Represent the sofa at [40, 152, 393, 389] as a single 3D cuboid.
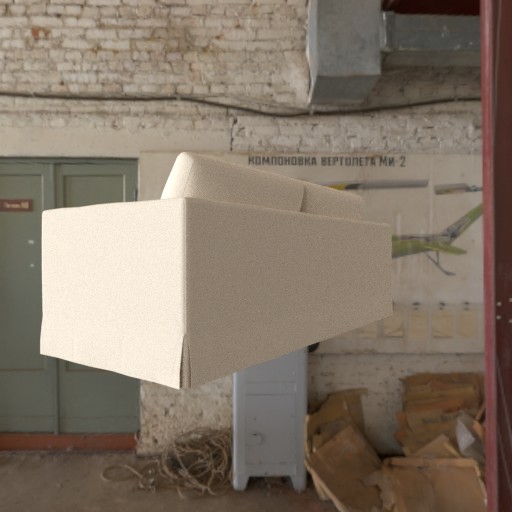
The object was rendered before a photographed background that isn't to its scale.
[{"bbox_3d":[0.000,0.000,2.649,0.954,0.881,2.163,1,1,35],"label":"sofa"}]
